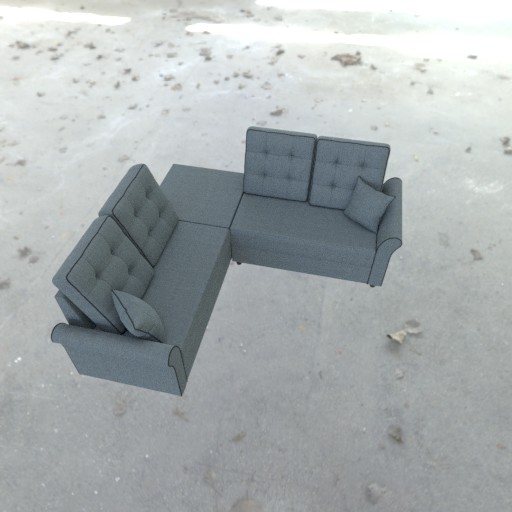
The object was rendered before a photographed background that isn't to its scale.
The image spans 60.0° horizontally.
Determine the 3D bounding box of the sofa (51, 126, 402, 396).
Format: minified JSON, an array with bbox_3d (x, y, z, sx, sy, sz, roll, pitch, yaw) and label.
[{"bbox_3d":[0.000,0.000,3.272,2.070,0.988,2.068,9,47,9],"label":"sofa"}]
